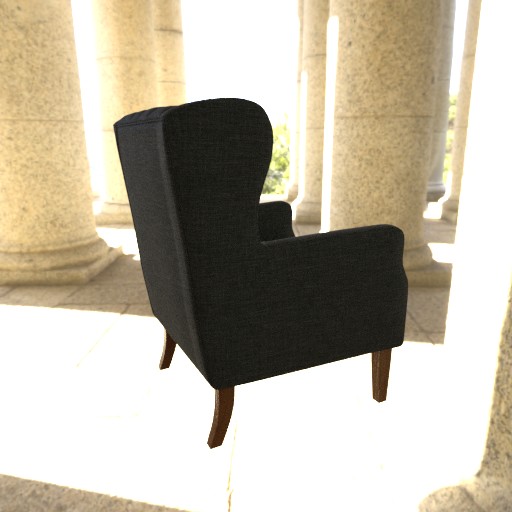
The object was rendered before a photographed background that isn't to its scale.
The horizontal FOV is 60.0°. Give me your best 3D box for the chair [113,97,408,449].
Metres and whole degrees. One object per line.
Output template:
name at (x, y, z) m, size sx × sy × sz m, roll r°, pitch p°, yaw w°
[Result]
chair at (0.000, 0.000, 1.507) m, size 0.775 × 0.953 × 0.711 m, roll -7°, pitch 16°, yaw -27°
